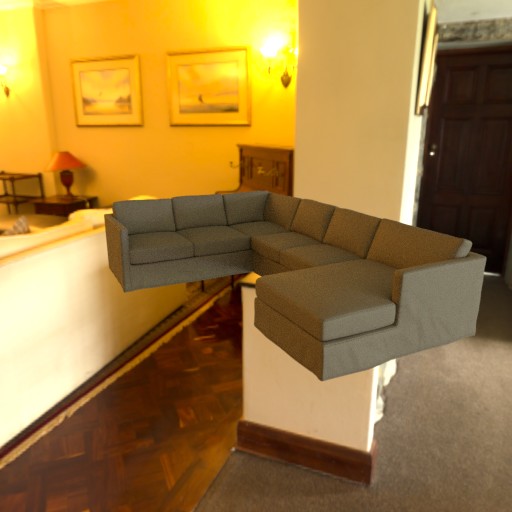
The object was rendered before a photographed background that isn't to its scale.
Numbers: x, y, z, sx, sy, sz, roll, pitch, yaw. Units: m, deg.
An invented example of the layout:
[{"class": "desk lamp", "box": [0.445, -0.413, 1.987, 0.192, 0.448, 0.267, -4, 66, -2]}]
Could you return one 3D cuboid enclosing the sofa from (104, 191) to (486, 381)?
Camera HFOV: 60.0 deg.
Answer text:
[{"class": "sofa", "box": [0.000, 0.000, 4.541, 2.427, 0.882, 3.460, -8, 18, -26]}]
